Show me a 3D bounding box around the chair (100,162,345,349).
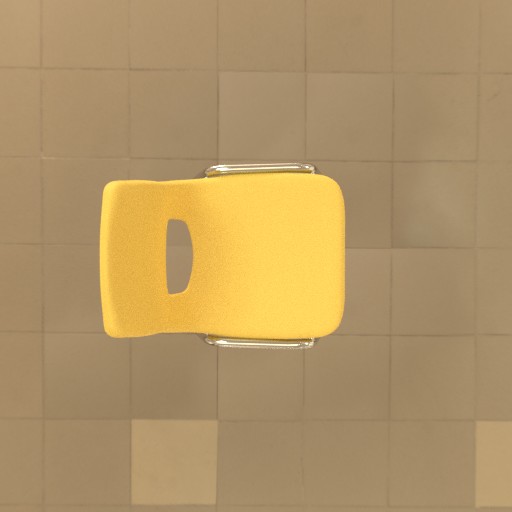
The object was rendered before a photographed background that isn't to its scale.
[{"bbox_3d":[0.000,0.000,0.922,0.436,0.653,0.381,0,91,-1],"label":"chair"}]
